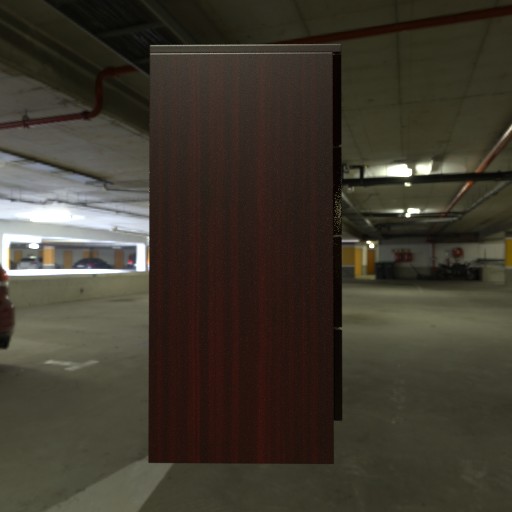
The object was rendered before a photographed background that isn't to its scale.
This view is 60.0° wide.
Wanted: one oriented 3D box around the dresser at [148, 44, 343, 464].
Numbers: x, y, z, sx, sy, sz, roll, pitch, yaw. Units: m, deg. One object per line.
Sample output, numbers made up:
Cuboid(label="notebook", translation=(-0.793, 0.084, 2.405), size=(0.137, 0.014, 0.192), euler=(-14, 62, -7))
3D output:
Cuboid(label="dresser", translation=(0.000, 0.000, 1.136), size=(0.360, 0.720, 0.750), euler=(0, -1, 1))
